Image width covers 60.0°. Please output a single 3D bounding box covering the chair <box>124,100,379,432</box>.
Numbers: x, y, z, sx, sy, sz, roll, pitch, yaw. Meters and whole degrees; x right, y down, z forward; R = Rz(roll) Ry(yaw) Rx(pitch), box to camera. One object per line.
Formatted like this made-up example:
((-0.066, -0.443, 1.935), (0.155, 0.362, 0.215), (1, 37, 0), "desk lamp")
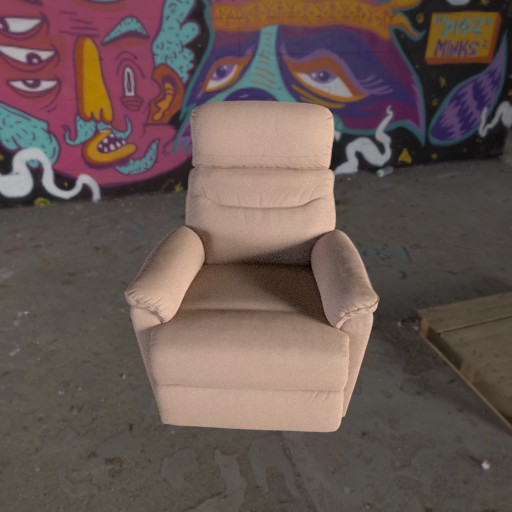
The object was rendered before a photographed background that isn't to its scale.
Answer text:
((0.000, 0.000, 1.764), (0.820, 1.037, 1.004), (2, 29, 3), "chair")
